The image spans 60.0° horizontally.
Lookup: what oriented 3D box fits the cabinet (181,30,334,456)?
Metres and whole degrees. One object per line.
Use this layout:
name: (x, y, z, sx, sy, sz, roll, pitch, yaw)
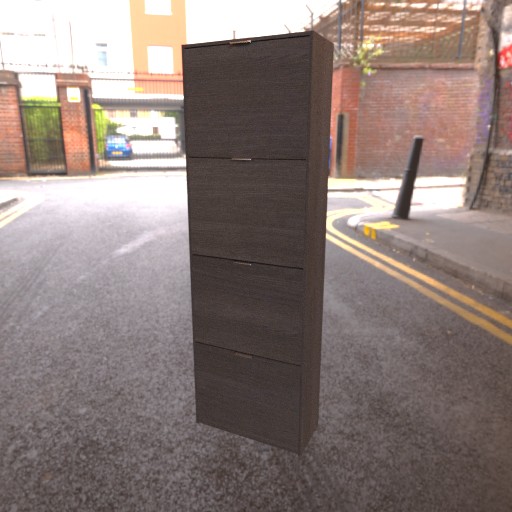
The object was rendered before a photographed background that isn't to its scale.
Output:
cabinet: (0.000, 0.000, 1.853, 0.520, 1.630, 0.255, 7, 16, 25)
